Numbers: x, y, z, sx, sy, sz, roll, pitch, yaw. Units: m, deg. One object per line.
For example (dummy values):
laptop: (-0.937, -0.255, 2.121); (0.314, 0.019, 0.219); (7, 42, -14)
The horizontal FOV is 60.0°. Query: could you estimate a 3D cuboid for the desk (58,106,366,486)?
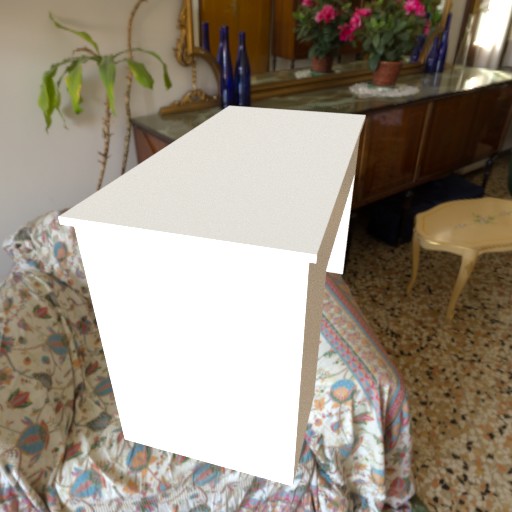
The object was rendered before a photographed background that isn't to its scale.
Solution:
desk: (0.000, 0.000, 1.522); (0.560, 0.735, 1.097); (9, 32, 14)
